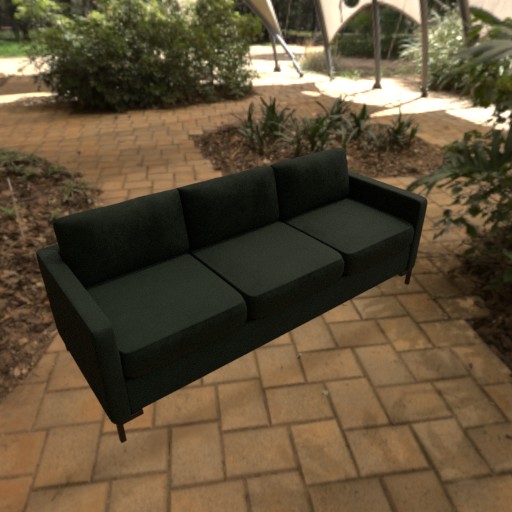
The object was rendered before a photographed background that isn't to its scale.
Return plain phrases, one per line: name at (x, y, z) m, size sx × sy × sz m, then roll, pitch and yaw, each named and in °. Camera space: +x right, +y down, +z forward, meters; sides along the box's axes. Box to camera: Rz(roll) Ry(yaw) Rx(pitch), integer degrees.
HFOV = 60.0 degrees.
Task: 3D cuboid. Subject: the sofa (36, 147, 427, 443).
sofa at (0.000, 0.000, 2.674) m, size 2.218 × 0.870 × 0.859 m, roll -21°, pitch 36°, yaw -32°
